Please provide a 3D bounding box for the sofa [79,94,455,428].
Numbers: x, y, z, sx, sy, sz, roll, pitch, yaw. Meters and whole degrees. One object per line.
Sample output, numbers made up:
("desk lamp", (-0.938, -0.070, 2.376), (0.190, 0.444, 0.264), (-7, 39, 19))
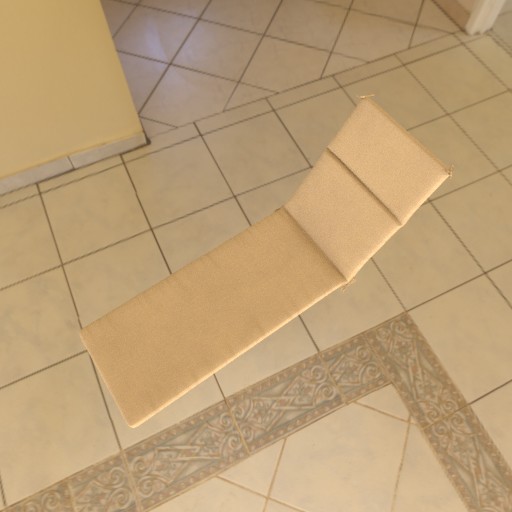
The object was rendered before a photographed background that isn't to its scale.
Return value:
("sofa", (0.000, 0.000, 1.950), (1.663, 0.622, 0.582), (-32, 68, -15))
